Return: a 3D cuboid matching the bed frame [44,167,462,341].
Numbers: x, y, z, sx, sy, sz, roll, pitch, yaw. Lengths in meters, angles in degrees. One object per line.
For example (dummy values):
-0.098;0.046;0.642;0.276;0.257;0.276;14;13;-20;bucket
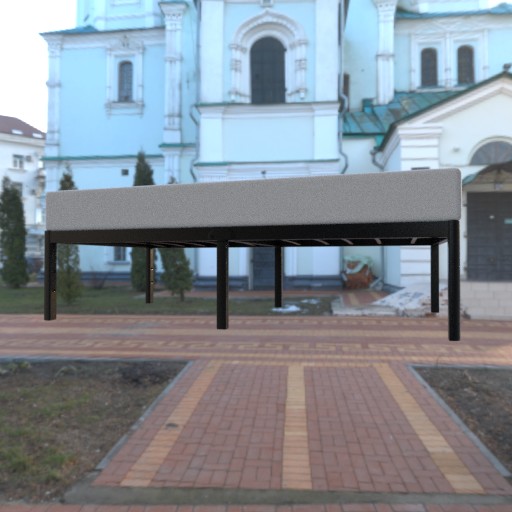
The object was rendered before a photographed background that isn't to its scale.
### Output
0.000;0.000;2.437;1.950;0.659;1.023;0;-1;18;bed frame
